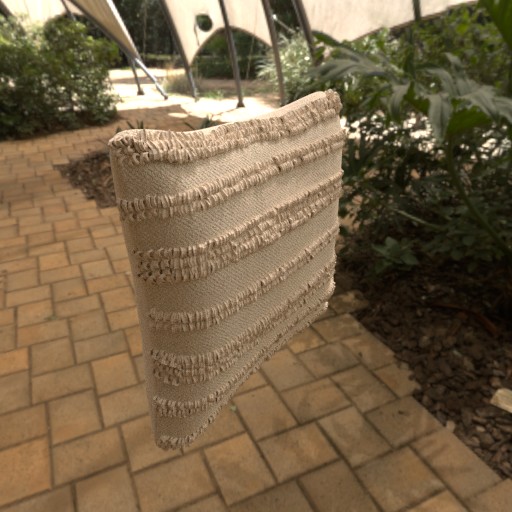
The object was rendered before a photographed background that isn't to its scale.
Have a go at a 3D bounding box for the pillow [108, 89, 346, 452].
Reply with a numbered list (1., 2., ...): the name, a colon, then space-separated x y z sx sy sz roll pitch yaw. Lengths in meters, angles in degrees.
1. pillow: 0.000 0.000 0.645 0.145 0.427 0.437 19 33 31
